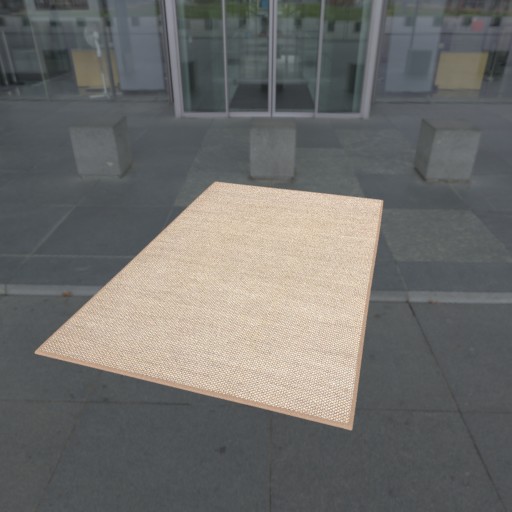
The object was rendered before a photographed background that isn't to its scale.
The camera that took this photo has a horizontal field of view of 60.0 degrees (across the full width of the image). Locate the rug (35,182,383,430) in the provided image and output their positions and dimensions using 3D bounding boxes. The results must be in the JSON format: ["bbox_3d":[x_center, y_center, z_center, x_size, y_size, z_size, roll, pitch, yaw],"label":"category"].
[{"bbox_3d":[0.000,0.000,2.043,1.061,0.012,1.668,9,31,14],"label":"rug"}]
